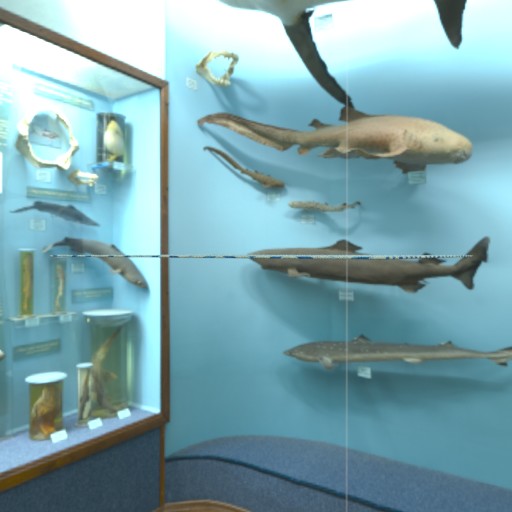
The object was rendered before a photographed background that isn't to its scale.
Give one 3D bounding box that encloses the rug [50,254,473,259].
[{"bbox_3d":[0.000,0.000,2.300,1.830,0.008,1.225,0,0,37],"label":"rug"}]
